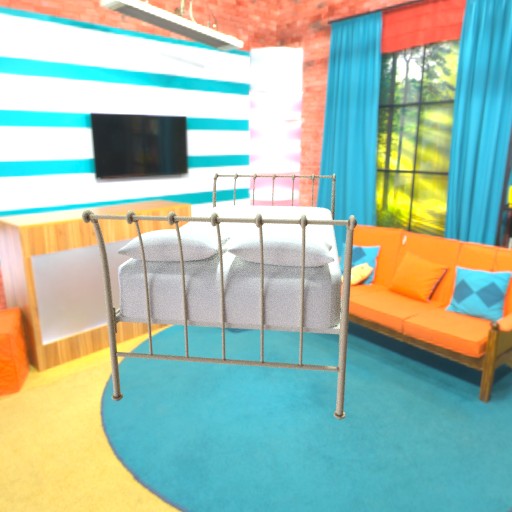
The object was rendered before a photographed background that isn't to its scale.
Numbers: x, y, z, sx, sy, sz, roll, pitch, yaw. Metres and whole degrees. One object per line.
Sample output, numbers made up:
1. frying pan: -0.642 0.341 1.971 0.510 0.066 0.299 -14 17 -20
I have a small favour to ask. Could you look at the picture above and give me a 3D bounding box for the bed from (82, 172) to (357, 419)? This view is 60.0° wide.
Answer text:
1. bed: 0.000 0.000 2.749 1.032 0.873 2.228 2 14 8
